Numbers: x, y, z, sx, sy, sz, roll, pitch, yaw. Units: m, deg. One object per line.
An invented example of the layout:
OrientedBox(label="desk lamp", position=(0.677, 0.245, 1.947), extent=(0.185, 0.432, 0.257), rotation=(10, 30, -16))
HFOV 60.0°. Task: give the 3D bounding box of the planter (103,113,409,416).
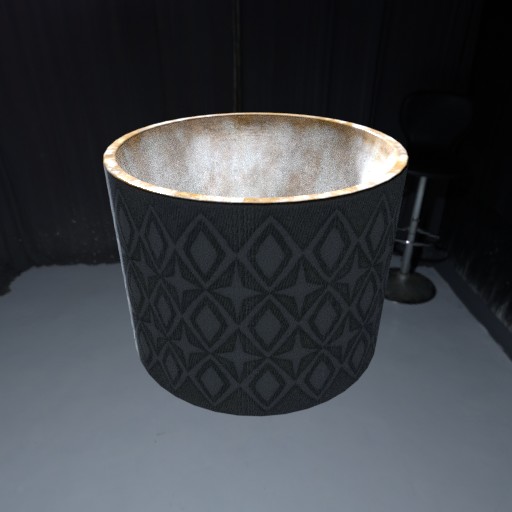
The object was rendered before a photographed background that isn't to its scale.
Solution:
OrientedBox(label="planter", position=(0.000, 0.000, 0.440), extent=(0.255, 0.223, 0.255), rotation=(0, 30, 0))
